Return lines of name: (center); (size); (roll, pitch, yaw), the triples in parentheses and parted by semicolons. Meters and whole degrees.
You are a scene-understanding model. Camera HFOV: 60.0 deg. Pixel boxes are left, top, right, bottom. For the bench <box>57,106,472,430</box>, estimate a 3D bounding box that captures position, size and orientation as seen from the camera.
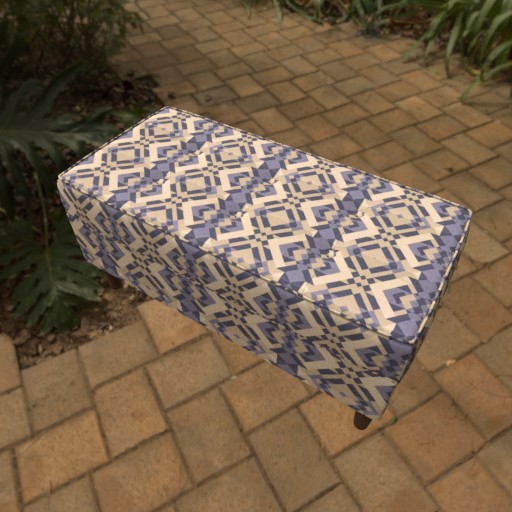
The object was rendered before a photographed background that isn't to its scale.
bench: (0.000, 0.000, 1.313); (1.016, 0.477, 0.492); (25, 51, 21)
